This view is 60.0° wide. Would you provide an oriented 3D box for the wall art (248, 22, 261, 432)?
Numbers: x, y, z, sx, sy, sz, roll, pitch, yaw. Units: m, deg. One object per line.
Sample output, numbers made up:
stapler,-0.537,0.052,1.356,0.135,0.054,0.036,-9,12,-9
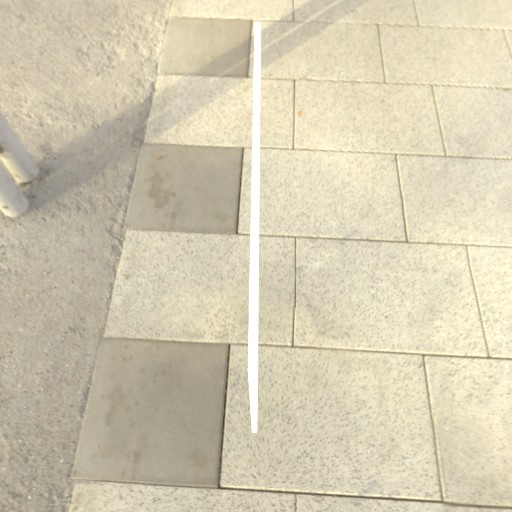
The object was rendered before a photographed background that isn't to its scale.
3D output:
wall art,0.000,0.000,1.210,0.015,0.812,0.812,1,62,0
